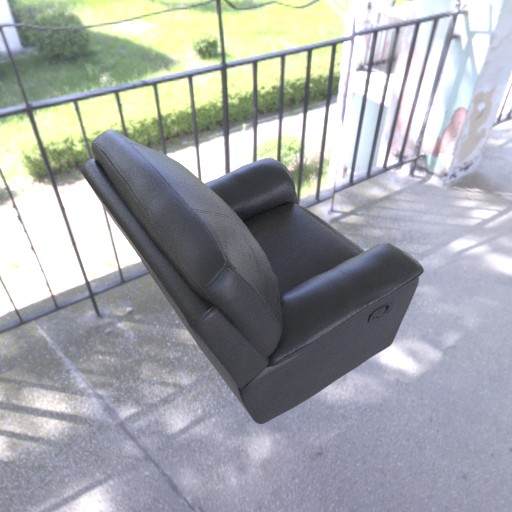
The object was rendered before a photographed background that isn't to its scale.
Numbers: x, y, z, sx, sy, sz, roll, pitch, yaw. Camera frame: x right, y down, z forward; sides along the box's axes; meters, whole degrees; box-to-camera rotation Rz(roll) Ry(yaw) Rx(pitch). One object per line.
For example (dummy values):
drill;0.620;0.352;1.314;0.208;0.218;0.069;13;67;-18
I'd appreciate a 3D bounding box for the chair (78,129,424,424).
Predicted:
chair;0.000;0.000;1.969;1.087;1.109;1.096;-24;47;-25
